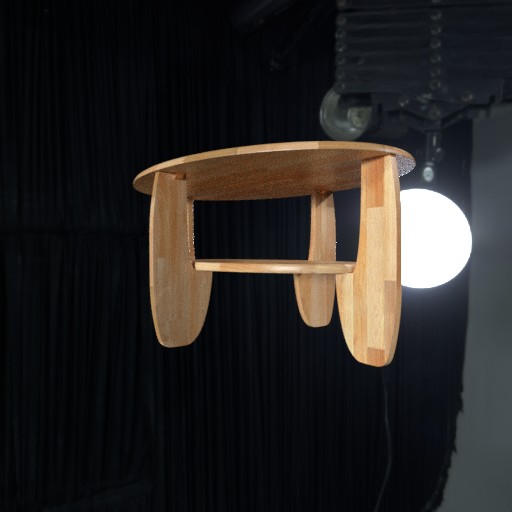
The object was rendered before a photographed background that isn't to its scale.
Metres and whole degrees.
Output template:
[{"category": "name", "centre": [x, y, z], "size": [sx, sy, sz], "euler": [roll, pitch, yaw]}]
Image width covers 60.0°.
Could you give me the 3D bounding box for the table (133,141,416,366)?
[{"category": "table", "centre": [0.000, 0.000, 1.375], "size": [0.690, 0.490, 1.040], "euler": [0, 1, -37]}]
